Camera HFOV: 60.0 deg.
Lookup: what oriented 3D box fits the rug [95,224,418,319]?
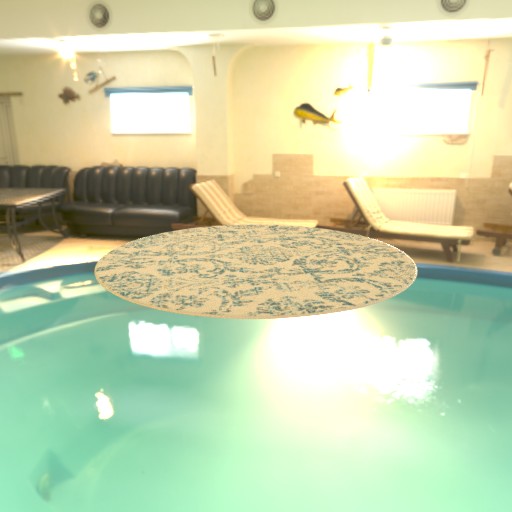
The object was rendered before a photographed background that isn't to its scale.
[{"bbox_3d":[0.000,0.000,2.315,1.593,0.012,1.593,0,16,0],"label":"rug"}]
